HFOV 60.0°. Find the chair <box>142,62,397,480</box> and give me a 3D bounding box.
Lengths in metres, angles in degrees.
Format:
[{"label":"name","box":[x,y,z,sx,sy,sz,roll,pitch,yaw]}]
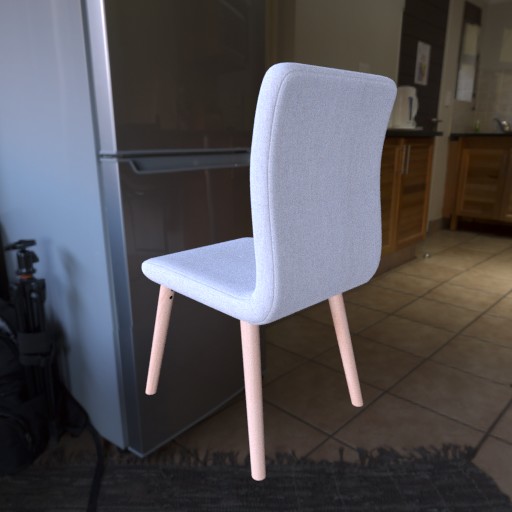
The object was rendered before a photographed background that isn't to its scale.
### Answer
[{"label":"chair","box":[0.000,0.000,1.189,0.435,0.885,0.550,-15,22,-42]}]
